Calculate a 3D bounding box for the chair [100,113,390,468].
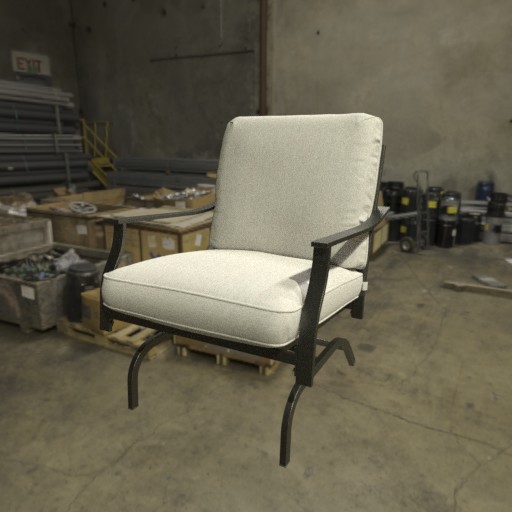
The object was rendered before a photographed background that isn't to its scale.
[{"bbox_3d":[0.000,0.000,1.373,0.650,0.860,0.787,8,16,28],"label":"chair"}]
